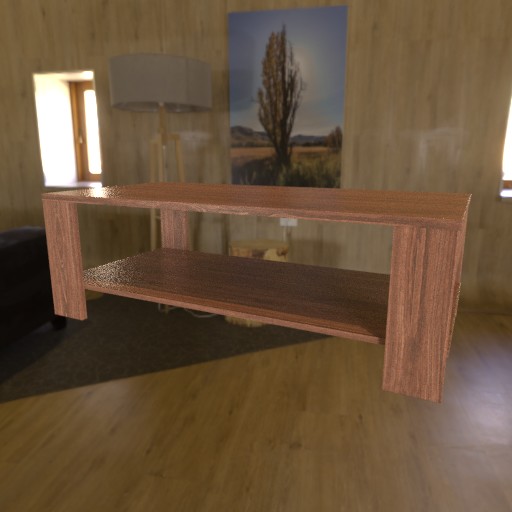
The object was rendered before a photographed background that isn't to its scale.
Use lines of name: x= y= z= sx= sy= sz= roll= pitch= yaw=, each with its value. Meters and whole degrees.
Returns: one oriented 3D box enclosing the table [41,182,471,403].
table: x=0.000 y=0.000 z=1.430 sx=1.200 sy=0.400 sz=0.600 roll=7 pitch=15 yaw=26
